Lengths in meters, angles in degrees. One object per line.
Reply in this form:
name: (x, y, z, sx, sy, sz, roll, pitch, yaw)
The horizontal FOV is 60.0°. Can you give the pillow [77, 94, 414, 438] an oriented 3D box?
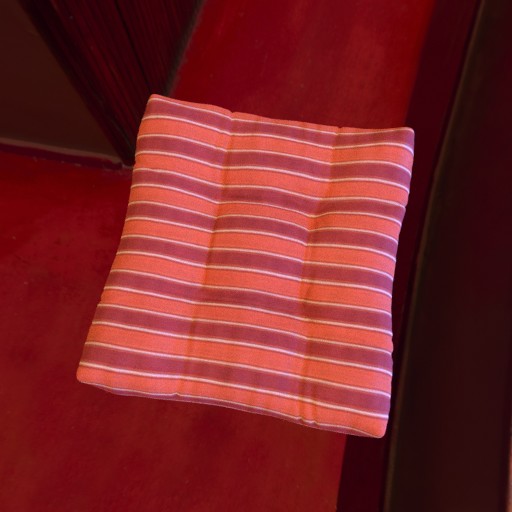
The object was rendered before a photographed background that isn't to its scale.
pillow: (0.000, 0.000, 0.718, 0.468, 0.133, 0.490, 9, 76, 2)
